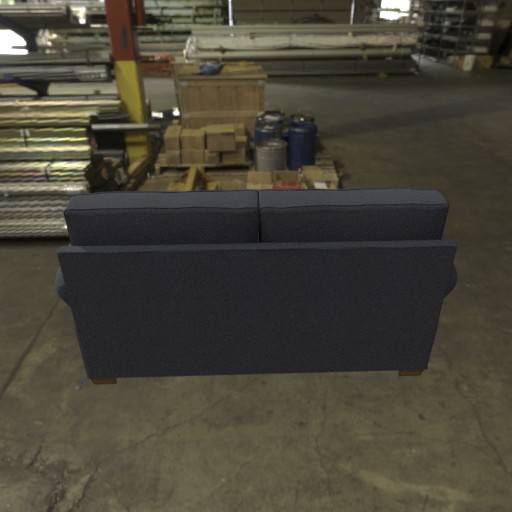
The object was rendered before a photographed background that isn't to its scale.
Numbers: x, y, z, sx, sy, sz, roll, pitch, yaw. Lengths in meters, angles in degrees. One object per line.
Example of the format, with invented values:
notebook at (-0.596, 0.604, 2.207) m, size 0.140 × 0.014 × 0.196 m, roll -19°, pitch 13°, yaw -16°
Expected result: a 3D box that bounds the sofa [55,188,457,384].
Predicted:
sofa at (0.000, 0.000, 2.522) m, size 2.009 × 1.031 × 0.951 m, roll -1°, pitch 30°, yaw -2°
